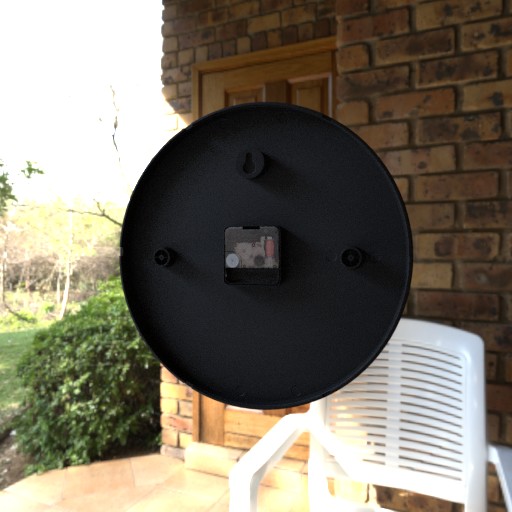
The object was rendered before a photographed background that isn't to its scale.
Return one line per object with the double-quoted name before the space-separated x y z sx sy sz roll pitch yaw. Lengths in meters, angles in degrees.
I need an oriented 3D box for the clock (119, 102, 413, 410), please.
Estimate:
"clock" 0.000 0.000 0.438 0.293 0.293 0.040 0 0 18
